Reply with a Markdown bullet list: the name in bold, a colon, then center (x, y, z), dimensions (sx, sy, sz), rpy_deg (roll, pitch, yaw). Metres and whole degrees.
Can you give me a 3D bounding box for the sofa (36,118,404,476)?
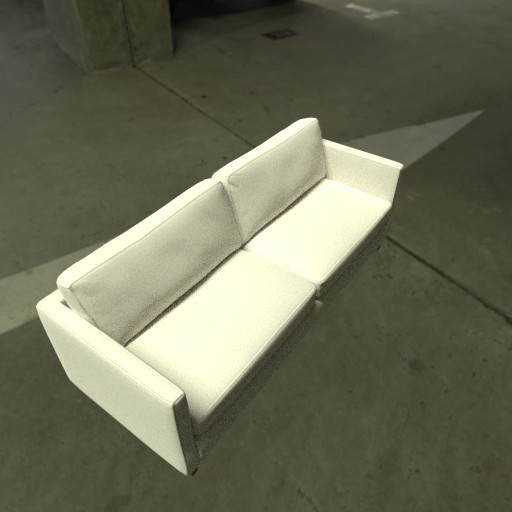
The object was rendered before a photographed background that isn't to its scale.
- **sofa**: center (0.000, 0.000, 2.798), dimensions (0.951, 0.962, 2.361), rpy_deg (26, 47, 27)
